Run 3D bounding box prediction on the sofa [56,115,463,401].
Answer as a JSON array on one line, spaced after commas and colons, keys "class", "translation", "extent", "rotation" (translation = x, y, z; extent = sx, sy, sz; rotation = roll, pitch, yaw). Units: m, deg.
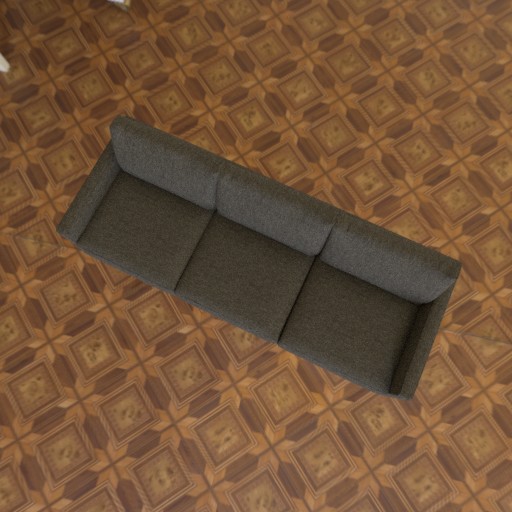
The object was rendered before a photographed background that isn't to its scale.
[{"class": "sofa", "translation": [0.000, 0.000, 2.736], "extent": [2.253, 0.879, 0.876], "rotation": [25, 77, 6]}]
